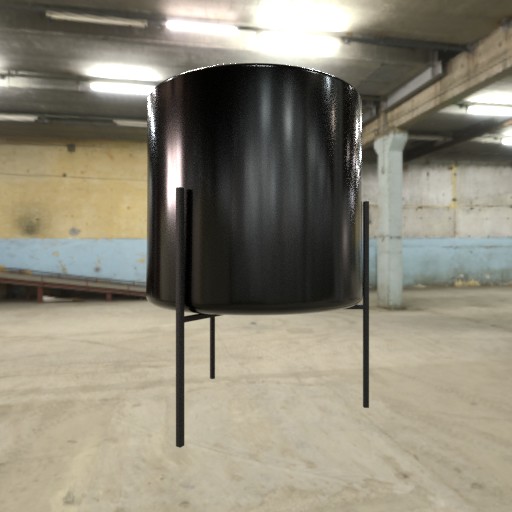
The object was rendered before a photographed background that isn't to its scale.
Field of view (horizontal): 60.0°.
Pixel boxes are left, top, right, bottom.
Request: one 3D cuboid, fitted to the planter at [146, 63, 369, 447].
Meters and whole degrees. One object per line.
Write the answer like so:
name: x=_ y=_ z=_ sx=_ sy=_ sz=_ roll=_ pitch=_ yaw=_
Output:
planter: x=0.000 y=0.000 z=0.635 sx=0.310 sy=0.432 sz=0.310 roll=0 pitch=0 yaw=17
